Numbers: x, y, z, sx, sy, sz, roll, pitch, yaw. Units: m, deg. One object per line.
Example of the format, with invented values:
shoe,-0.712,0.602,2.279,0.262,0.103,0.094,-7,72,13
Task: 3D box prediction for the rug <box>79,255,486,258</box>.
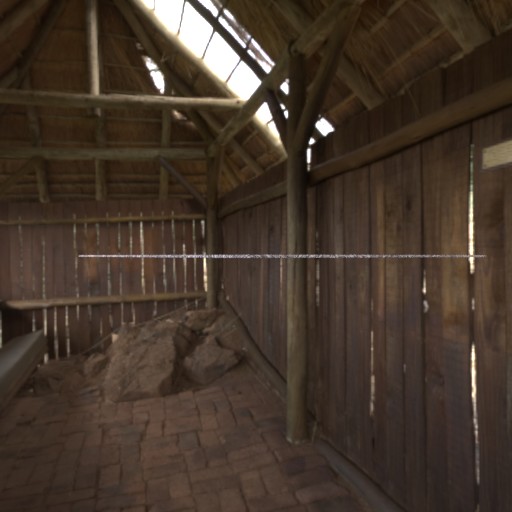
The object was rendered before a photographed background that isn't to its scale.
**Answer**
rug,0.000,0.000,4.251,2.448,0.017,3.204,0,0,-37
